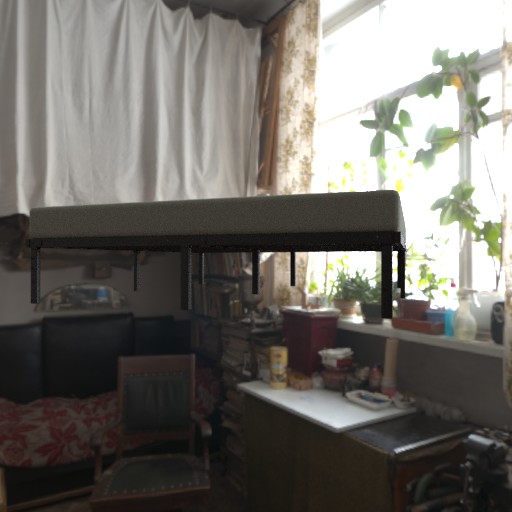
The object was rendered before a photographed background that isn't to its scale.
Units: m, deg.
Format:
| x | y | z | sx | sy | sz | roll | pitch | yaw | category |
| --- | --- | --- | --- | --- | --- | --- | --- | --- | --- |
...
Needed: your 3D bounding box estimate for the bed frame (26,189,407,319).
| x | y | z | sx | sy | sz | roll | pitch | yaw | category |
| --- | --- | --- | --- | --- | --- | --- | --- | --- | --- |
| 0.000 | 0.000 | 3.940 | 2.526 | 0.680 | 2.635 | 0 | 0 | 19 | bed frame |
